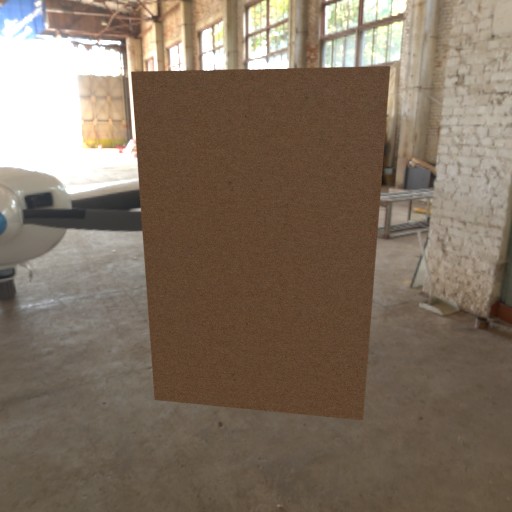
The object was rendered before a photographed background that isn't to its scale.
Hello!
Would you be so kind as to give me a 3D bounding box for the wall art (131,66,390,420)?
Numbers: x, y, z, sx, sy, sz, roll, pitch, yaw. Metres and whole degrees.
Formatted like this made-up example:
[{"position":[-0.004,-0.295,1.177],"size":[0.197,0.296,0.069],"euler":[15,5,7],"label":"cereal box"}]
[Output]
[{"position":[0.000,0.000,1.173],"size":[0.610,0.914,0.037],"euler":[3,16,9],"label":"wall art"}]
